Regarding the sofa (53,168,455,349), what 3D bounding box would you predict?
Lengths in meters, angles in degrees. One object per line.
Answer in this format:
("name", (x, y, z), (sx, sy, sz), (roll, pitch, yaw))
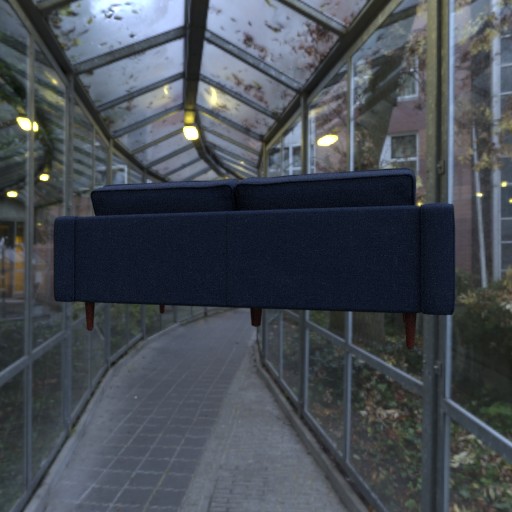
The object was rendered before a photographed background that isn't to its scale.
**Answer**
("sofa", (0.000, 0.000, 2.390), (1.880, 0.762, 0.914), (0, 0, 17))
